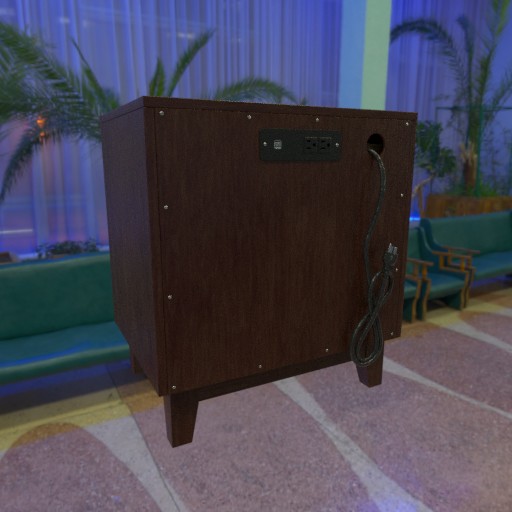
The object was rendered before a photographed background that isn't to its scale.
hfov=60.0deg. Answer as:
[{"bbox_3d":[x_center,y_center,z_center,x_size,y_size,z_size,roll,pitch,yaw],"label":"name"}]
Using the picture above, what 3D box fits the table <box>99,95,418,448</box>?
[{"bbox_3d":[0.000,0.000,0.992,0.557,0.609,0.449,-7,14,-27],"label":"table"}]
